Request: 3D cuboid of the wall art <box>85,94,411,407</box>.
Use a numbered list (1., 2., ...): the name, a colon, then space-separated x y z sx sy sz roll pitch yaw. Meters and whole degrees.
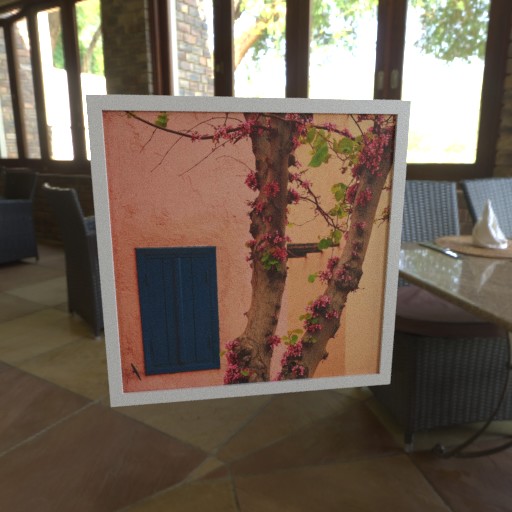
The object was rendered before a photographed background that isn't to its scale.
1. wall art: 0.000 0.000 1.130 0.762 0.762 0.038 -2 13 -9
